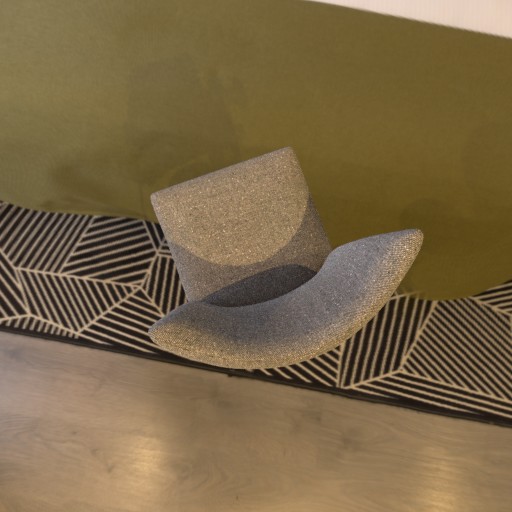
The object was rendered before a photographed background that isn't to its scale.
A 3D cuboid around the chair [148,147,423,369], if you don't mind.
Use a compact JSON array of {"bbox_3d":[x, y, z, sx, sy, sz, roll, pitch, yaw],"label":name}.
[{"bbox_3d":[0.000,0.000,1.278,0.535,0.924,0.623,-20,77,-5],"label":"chair"}]
